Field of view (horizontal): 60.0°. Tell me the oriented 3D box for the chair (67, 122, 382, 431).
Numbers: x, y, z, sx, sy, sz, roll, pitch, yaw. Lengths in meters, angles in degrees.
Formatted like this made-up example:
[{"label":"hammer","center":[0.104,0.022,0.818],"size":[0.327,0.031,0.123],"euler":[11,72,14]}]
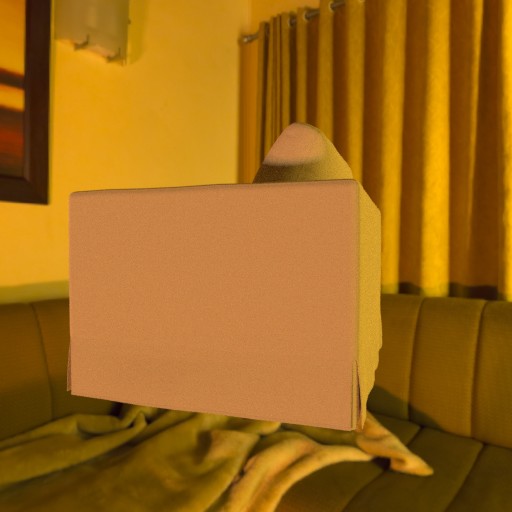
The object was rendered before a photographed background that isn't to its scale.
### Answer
[{"label":"chair","center":[0.000,0.000,1.815],"size":[0.957,0.878,1.150],"euler":[0,1,18]}]
